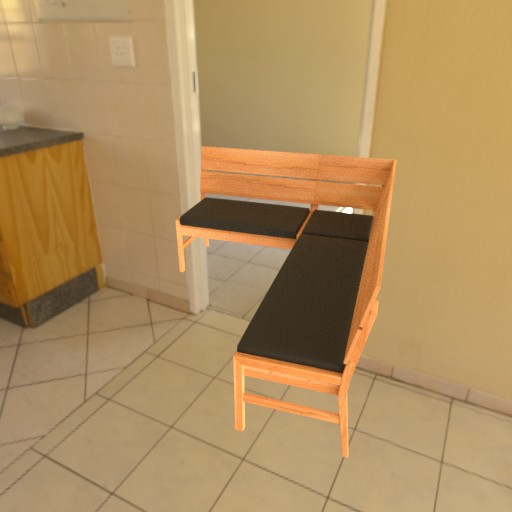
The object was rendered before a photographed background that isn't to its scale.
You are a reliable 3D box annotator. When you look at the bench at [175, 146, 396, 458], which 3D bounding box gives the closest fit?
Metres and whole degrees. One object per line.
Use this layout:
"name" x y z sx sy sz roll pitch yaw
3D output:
"bench" 0.000 0.000 2.819 1.548 0.890 1.948 8 27 16
